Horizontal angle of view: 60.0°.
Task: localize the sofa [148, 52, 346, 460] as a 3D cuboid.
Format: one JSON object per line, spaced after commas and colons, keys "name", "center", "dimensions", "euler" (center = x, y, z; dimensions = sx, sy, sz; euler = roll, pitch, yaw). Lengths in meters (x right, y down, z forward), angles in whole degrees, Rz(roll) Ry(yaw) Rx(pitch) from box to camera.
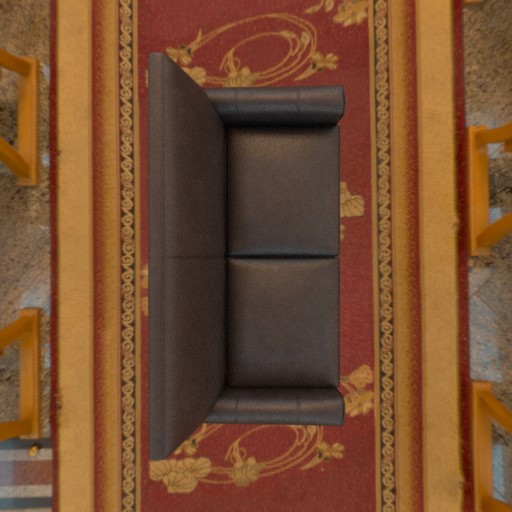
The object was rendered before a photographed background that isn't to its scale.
{"name": "sofa", "center": [0.000, 0.000, 2.028], "dimensions": [0.787, 0.871, 1.473], "euler": [0, 90, 0]}
